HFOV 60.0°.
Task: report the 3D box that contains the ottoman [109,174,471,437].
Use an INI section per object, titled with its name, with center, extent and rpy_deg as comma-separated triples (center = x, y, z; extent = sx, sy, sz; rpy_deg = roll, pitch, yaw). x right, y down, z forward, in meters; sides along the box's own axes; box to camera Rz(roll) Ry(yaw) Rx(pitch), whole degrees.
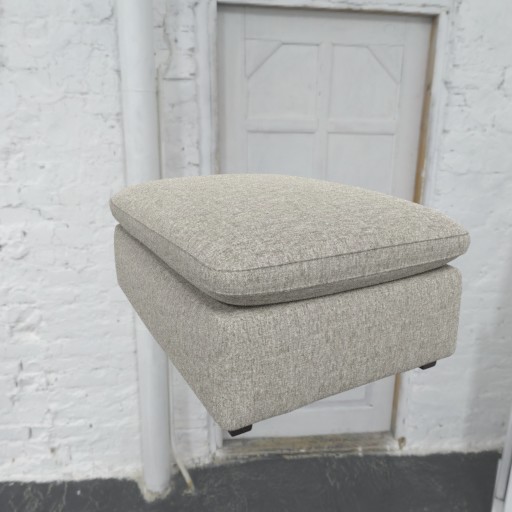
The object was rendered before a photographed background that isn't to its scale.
[ottoman]
center = 0.000, 0.000, 1.324
extent = 0.694, 0.451, 0.977
rpy_deg = -9, 18, -27
